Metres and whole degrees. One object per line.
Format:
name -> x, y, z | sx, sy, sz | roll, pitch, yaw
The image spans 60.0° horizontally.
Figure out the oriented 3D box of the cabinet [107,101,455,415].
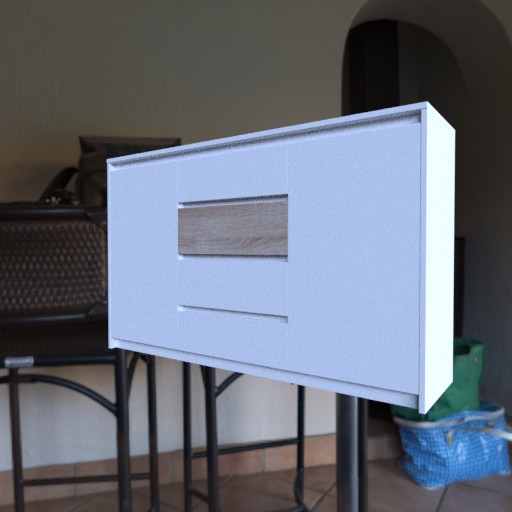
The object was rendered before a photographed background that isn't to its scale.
cabinet -> 0.000, 0.000, 1.835 | 1.450, 0.900, 0.380 | 1, 1, 35
